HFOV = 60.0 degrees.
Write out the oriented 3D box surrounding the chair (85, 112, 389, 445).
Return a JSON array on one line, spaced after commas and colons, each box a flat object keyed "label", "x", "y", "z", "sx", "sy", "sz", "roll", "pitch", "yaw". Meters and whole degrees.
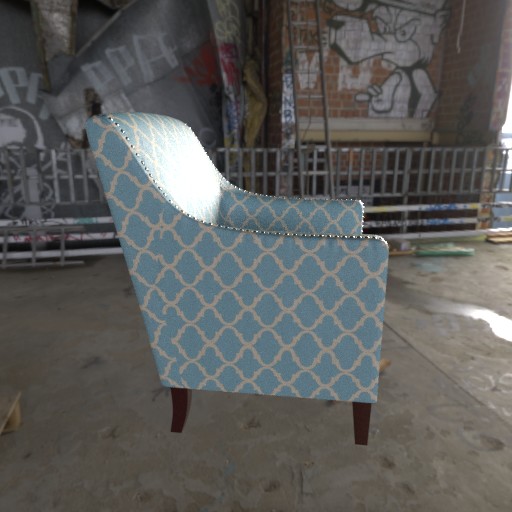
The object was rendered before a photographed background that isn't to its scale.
[{"label": "chair", "x": 0.000, "y": 0.000, "z": 1.326, "sx": 0.686, "sy": 0.817, "sz": 0.617, "roll": 2, "pitch": 16, "yaw": 8}]
